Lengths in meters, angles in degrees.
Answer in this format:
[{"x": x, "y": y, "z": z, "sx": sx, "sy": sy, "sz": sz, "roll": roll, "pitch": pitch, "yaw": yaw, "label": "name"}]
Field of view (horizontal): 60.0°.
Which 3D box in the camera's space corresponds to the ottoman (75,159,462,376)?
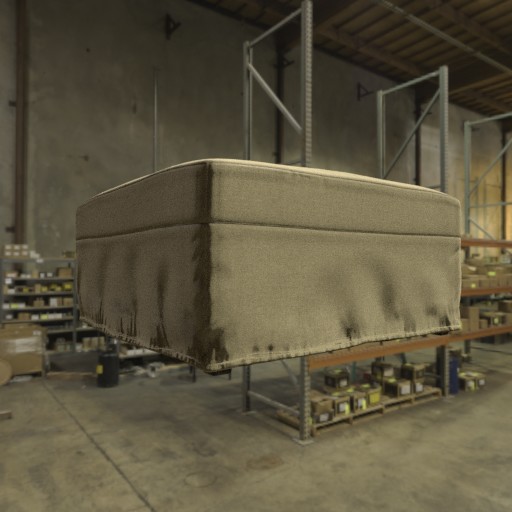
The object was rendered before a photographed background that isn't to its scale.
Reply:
[{"x": 0.000, "y": 0.000, "z": 1.312, "sx": 0.840, "sy": 0.436, "sz": 0.843, "roll": 1, "pitch": -1, "yaw": -36, "label": "ottoman"}]
